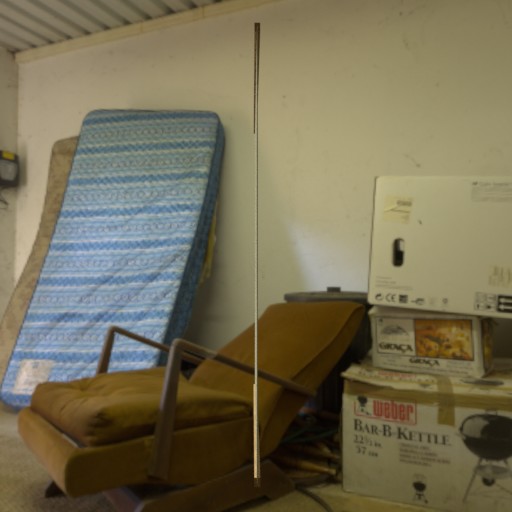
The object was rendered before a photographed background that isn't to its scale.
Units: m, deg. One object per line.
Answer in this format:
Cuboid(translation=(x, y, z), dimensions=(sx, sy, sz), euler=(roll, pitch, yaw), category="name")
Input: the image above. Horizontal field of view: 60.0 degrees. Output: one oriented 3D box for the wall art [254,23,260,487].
Cuboid(translation=(0.000, 0.000, 1.349), dimensions=(0.013, 1.016, 0.758), euler=(0, -1, 0), category="wall art")
